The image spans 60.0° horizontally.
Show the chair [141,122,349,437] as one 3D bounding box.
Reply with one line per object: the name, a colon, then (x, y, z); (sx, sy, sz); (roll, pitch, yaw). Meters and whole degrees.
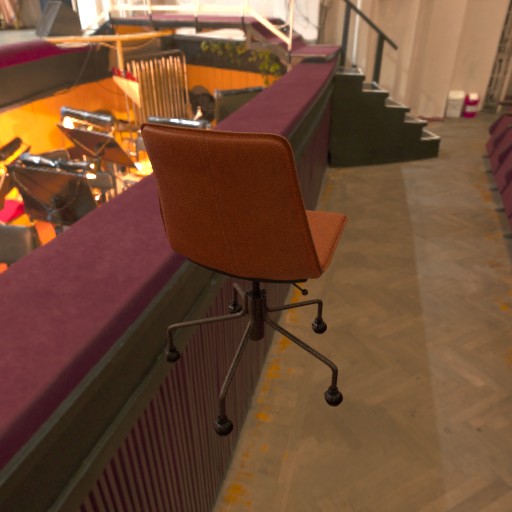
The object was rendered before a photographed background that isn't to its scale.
chair: (0.000, 0.000, 1.371); (0.651, 0.920, 0.660); (10, 32, 17)
